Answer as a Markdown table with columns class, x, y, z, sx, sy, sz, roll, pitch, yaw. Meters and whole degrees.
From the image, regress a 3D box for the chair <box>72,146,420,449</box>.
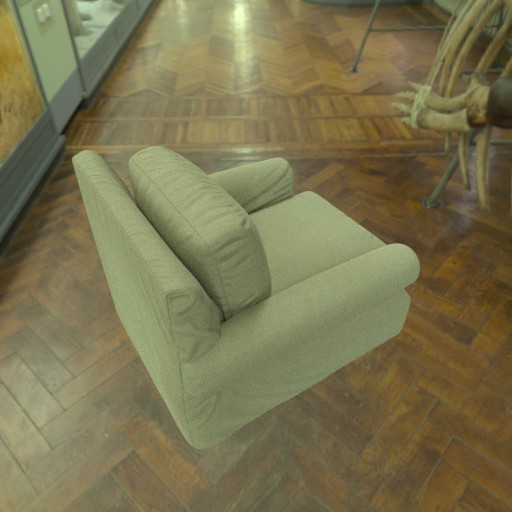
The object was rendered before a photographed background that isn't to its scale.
| class | x | y | z | sx | sy | sz | roll | pitch | yaw |
| --- | --- | --- | --- | --- | --- | --- | --- | --- | --- |
| chair | 0.000 | 0.000 | 1.751 | 1.066 | 0.866 | 0.940 | -23 | 46 | -24 |
